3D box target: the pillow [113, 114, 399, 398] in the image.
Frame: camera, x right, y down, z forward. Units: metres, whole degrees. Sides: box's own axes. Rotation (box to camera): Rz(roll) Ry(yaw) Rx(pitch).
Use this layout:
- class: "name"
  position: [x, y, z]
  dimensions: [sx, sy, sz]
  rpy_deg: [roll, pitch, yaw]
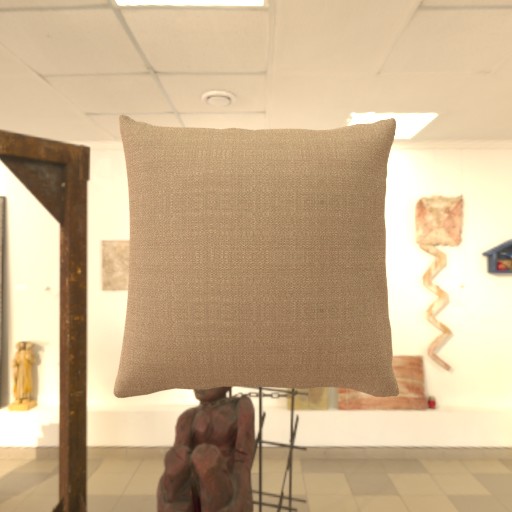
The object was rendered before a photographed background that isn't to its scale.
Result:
- class: "pillow"
  position: [0.000, 0.000, 0.813]
  dimensions: [0.521, 0.519, 0.215]
  rpy_deg: [0, 0, 0]
